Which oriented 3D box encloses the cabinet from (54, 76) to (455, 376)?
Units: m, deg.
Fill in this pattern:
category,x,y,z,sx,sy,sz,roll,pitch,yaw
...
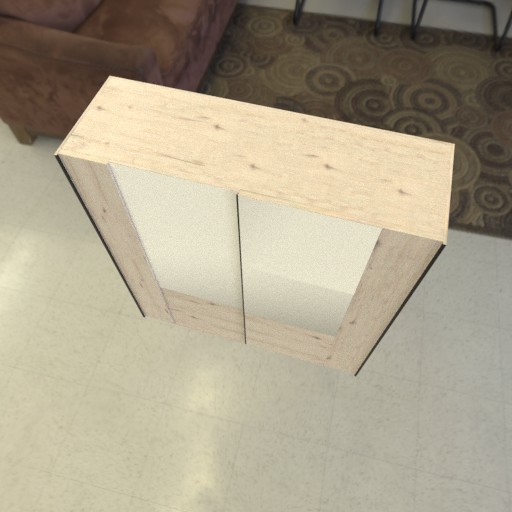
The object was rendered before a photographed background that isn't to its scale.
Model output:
category,x,y,z,sx,sy,sz,roll,pitch,yaw
cabinet,0.000,0.000,3.262,2.000,2.180,0.660,14,60,8
